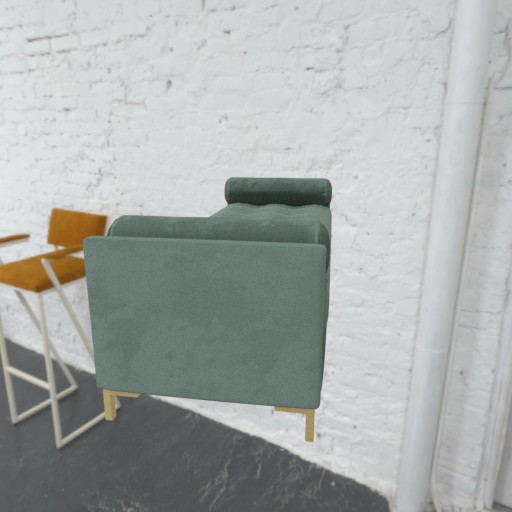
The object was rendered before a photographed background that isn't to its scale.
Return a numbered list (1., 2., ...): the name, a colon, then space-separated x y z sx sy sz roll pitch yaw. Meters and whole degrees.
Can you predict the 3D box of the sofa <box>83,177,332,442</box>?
1. sofa: 0.000 0.000 2.402 0.796 0.705 2.102 2 15 9
